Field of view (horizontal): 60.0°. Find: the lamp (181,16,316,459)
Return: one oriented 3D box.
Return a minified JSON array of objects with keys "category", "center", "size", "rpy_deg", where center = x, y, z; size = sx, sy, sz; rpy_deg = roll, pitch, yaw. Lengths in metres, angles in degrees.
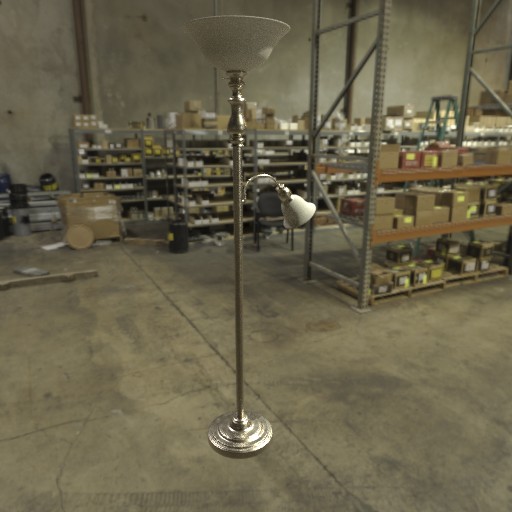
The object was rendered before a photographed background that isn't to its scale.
[{"category":"lamp","center":[0.000,0.000,1.939],"size":[0.575,1.785,0.405],"rpy_deg":[-8,18,-27]}]
